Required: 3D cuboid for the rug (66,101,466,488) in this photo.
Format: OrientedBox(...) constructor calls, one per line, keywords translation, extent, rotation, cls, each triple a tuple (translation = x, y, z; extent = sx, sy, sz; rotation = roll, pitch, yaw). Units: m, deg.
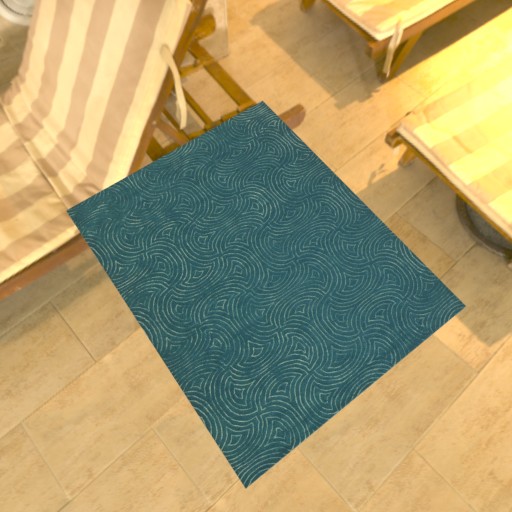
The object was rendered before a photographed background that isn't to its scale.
OrientedBox(translation=(0.000, 0.000, 4.173), extent=(2.432, 0.012, 3.033), rotation=(-34, 69, -15), cls="rug")
